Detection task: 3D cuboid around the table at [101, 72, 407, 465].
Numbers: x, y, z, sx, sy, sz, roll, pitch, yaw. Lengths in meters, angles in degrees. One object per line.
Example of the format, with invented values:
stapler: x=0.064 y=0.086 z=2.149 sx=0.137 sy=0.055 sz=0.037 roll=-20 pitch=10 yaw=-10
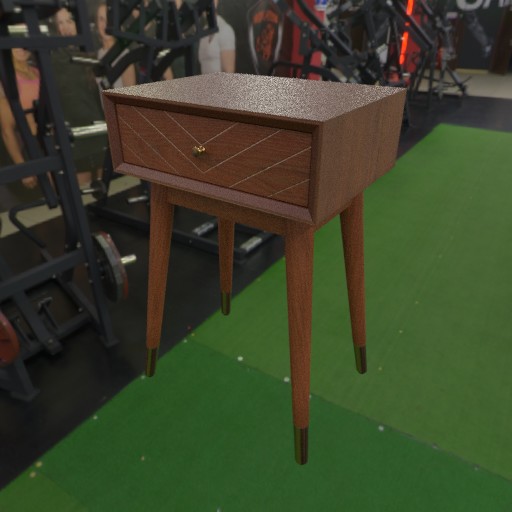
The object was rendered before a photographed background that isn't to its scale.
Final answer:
table: x=0.000 y=0.000 z=0.843 sx=0.406 sy=0.599 sz=0.300 roll=18 pitch=34 yaw=30
